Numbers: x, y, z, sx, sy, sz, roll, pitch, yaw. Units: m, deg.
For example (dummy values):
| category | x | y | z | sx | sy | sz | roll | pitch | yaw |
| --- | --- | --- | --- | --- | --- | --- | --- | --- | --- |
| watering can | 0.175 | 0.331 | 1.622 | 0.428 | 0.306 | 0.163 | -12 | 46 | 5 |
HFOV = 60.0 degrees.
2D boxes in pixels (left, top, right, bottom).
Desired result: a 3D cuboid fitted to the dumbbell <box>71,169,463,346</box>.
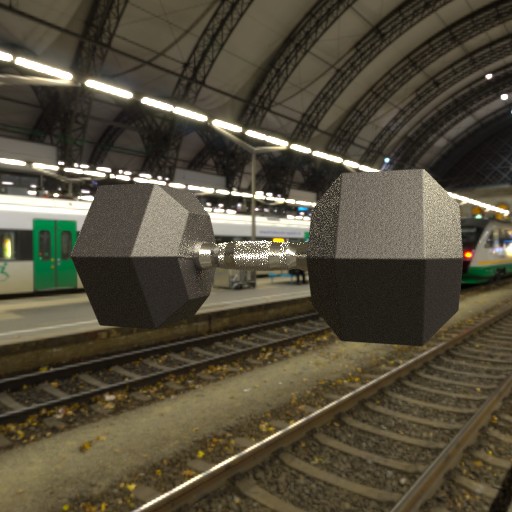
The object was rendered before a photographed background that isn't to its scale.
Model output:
| category | x | y | z | sx | sy | sz | roll | pitch | yaw |
| --- | --- | --- | --- | --- | --- | --- | --- | --- | --- |
| dumbbell | 0.000 | 0.000 | 0.329 | 0.271 | 0.106 | 0.122 | 0 | 1 | 18 |
